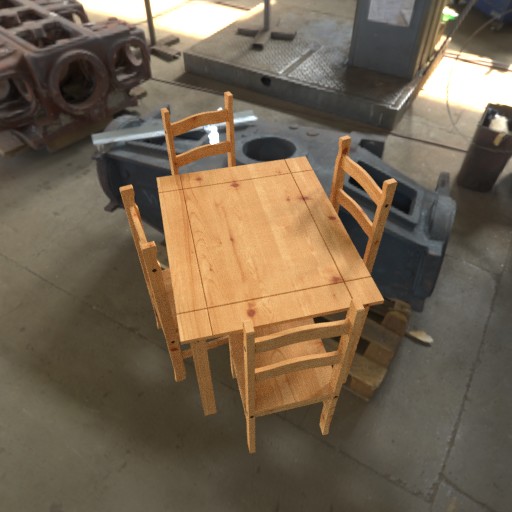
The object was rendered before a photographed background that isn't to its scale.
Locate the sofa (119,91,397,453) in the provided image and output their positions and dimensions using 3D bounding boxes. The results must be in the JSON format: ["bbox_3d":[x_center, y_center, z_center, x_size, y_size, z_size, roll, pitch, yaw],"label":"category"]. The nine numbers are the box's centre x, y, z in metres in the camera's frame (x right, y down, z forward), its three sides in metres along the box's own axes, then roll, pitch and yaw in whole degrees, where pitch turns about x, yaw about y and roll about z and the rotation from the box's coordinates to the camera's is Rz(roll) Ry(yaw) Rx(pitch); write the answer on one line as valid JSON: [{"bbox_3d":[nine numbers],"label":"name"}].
[{"bbox_3d":[0.000,0.000,2.240,1.144,1.000,1.529,-10,48,-9],"label":"sofa"}]
